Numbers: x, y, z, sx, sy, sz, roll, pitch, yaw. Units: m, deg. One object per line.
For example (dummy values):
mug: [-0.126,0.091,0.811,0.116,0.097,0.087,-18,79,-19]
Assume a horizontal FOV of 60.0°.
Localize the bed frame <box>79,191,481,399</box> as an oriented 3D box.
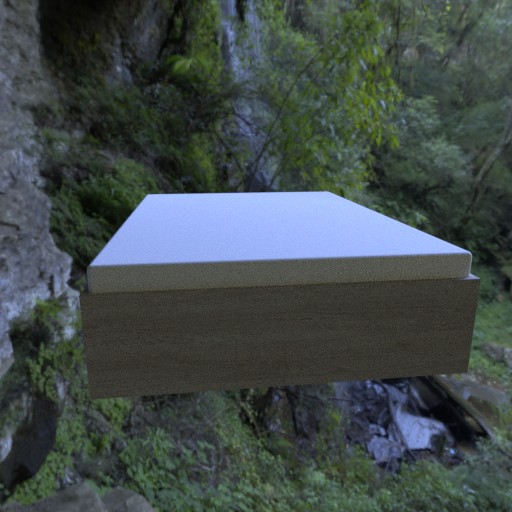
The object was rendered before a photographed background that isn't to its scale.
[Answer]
bed frame: [0.000,0.000,2.542,1.448,0.490,1.944,-2,15,-7]
